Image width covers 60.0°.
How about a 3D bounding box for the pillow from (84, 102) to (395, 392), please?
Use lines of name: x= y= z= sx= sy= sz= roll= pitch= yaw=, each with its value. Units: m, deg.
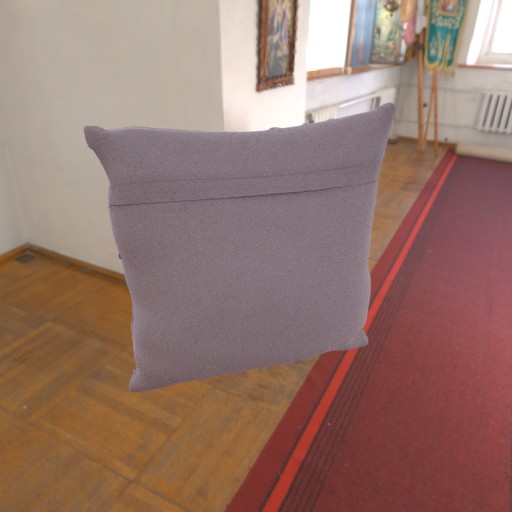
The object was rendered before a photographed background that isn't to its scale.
pillow: x=0.000 y=0.000 z=0.692 sx=0.439 sy=0.440 sz=0.185 roll=-8 pitch=29 yaw=-15
